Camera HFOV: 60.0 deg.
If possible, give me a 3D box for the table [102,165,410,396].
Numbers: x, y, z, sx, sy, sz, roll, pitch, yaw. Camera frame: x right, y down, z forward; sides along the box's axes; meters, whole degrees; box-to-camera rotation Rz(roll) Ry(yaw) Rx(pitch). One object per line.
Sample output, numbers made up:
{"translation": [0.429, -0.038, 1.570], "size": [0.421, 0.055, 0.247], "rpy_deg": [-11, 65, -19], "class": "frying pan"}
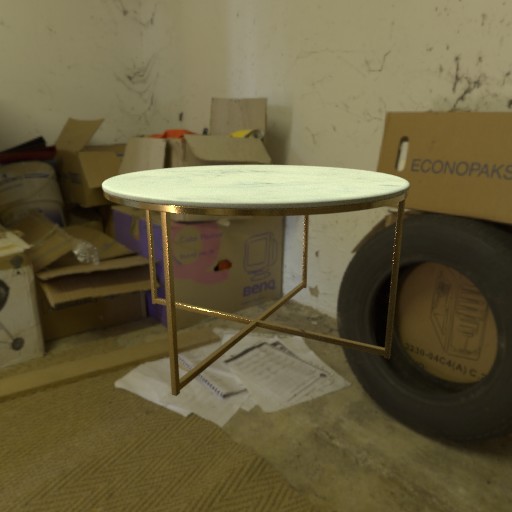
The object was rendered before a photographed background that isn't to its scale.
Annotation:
{"translation": [0.000, 0.000, 1.275], "size": [0.800, 0.450, 0.800], "rpy_deg": [0, 16, 0], "class": "table"}
